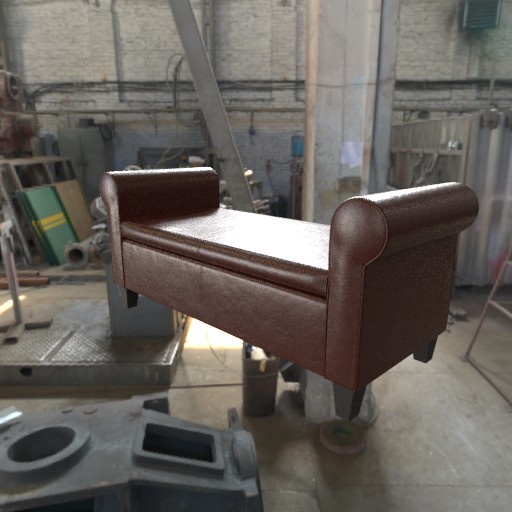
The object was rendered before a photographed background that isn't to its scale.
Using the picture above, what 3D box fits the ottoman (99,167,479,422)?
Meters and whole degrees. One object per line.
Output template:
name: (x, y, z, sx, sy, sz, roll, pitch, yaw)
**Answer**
ottoman: (0.000, 0.000, 1.542, 0.521, 0.547, 1.256, -14, 20, -43)
